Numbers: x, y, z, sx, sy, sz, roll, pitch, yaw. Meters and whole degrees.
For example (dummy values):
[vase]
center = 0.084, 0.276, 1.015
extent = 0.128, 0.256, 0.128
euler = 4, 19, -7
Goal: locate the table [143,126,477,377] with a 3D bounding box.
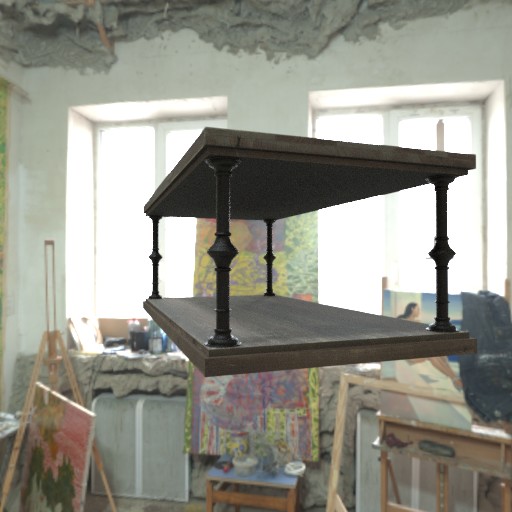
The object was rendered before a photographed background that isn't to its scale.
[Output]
[table]
center = 0.000, 0.000, 1.309
extent = 0.554, 0.399, 1.088
euler = 0, -1, -19
